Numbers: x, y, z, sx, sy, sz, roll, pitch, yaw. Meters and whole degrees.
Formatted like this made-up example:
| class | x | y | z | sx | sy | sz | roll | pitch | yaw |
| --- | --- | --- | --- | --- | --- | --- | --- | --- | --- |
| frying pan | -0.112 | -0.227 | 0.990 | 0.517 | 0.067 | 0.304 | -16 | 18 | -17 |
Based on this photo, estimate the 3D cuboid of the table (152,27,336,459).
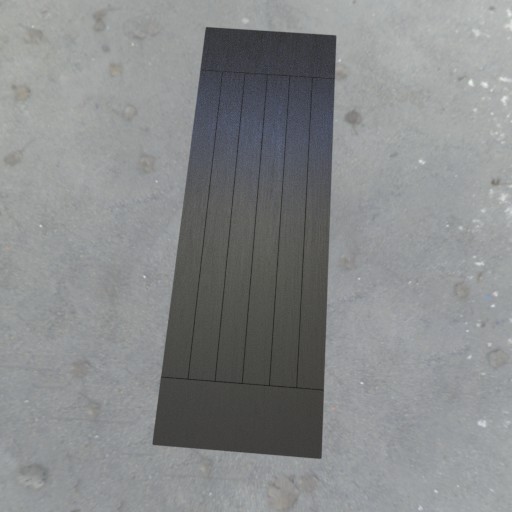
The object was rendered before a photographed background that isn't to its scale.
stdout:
| class | x | y | z | sx | sy | sz | roll | pitch | yaw |
| --- | --- | --- | --- | --- | --- | --- | --- | --- | --- |
| table | 0.000 | 0.000 | 1.438 | 0.373 | 0.768 | 1.062 | 4 | 75 | 1 |
